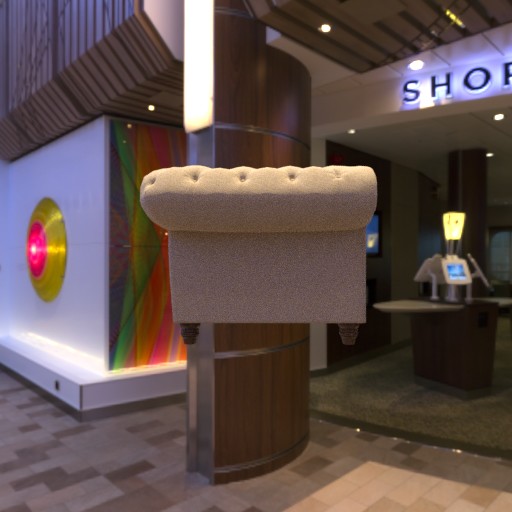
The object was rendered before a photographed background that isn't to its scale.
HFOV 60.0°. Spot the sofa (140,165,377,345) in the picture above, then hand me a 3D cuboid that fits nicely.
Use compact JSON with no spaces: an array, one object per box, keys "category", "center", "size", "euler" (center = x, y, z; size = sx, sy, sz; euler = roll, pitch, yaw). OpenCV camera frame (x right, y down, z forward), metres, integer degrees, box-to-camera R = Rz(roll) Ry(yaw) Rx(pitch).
[{"category":"sofa","center":[0.000,0.000,3.184],"size":[1.076,0.847,2.694],"euler":[0,0,0]}]
